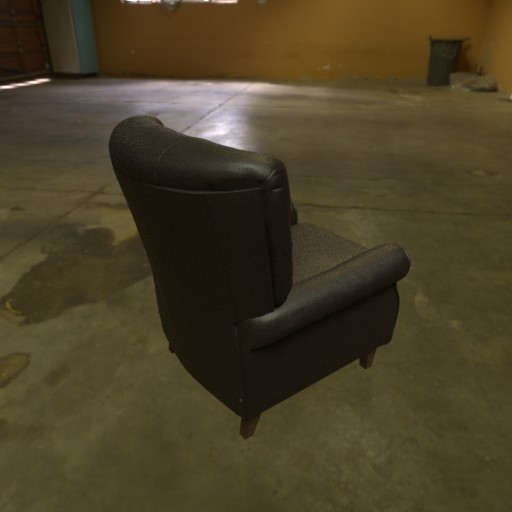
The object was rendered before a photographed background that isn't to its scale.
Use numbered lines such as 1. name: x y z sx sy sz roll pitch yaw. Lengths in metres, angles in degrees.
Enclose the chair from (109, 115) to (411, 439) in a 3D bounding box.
1. chair: 0.000 0.000 1.886 1.058 1.158 0.948 -18 32 -31
